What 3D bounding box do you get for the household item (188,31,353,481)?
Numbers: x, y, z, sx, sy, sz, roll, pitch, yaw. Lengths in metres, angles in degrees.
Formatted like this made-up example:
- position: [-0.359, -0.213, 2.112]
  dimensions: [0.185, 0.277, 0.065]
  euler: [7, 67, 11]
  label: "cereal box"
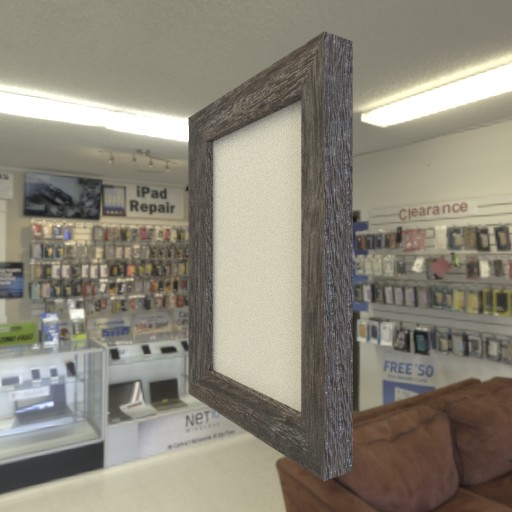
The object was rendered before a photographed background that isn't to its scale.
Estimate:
- position: [0.000, 0.000, 0.239]
  dimensions: [0.020, 0.180, 0.133]
  euler: [0, 0, -32]
  label: "household item"
